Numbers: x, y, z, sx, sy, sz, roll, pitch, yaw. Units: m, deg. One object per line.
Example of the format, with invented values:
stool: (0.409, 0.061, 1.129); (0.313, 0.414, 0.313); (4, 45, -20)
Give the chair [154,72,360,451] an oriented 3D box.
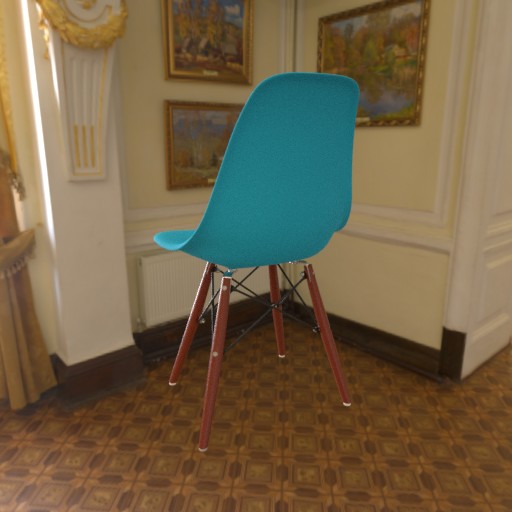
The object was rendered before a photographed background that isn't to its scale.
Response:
chair: (0.000, 0.000, 1.155); (0.470, 0.826, 0.533); (-8, 17, -27)
